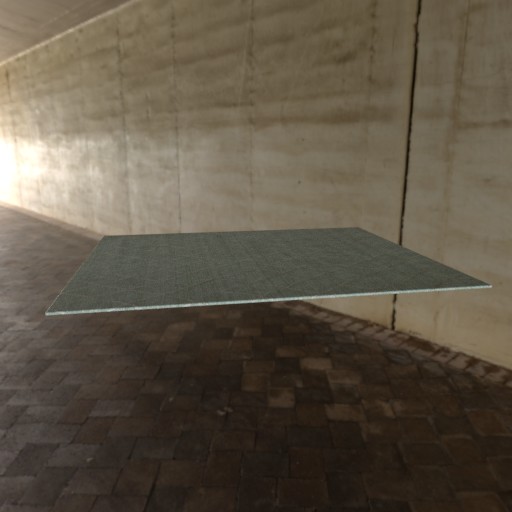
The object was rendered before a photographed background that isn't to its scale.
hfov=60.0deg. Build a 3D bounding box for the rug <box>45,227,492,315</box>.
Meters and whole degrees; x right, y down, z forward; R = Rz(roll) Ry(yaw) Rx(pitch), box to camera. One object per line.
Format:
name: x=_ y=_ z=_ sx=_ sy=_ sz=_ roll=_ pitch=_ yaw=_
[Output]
rug: x=0.000 y=0.000 z=4.101 sx=3.039 sy=0.019 sz=2.420 roll=-3 pitch=14 yaw=-10
